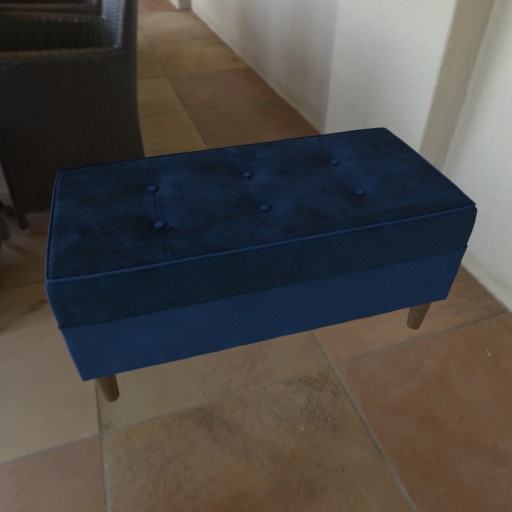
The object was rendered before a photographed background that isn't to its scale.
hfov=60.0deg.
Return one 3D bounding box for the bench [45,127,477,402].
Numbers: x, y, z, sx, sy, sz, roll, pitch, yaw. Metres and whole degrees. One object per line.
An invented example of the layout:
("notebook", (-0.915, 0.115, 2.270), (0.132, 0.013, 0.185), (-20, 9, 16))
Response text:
("bench", (0.000, 0.000, 1.274), (1.010, 0.467, 0.489), (-10, 41, -12))
